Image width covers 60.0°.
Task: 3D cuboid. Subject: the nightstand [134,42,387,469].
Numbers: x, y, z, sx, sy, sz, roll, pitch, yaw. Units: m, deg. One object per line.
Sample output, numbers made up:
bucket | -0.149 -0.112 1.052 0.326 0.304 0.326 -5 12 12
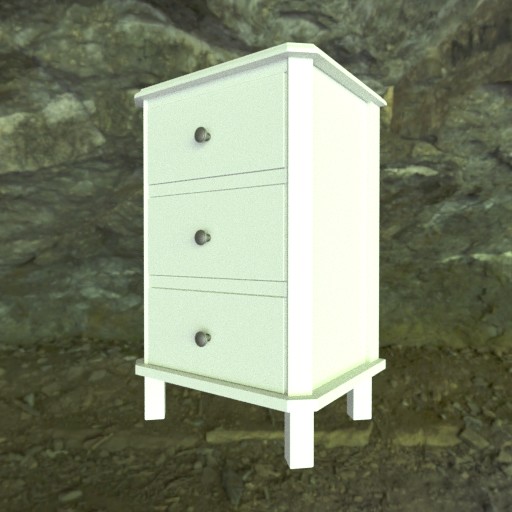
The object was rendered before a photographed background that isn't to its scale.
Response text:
nightstand | 0.000 0.000 0.935 0.435 0.681 0.351 1 1 36
